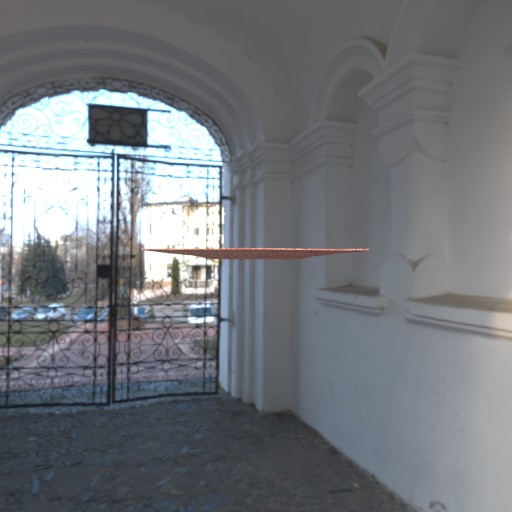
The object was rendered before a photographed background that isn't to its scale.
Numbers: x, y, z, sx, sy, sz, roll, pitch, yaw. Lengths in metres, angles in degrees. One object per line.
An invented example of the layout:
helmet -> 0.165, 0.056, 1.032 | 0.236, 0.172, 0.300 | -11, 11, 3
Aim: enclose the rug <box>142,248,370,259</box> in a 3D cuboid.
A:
rug -> 0.000, 0.000, 2.558 | 0.718, 0.013, 2.353 | 0, -1, 0
